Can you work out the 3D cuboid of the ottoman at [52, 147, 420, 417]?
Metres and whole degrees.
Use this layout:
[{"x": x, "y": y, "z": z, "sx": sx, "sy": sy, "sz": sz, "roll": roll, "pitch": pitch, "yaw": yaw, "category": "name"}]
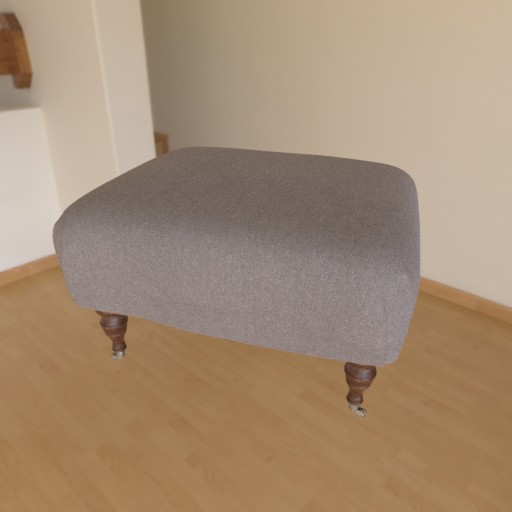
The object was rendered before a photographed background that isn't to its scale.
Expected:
[{"x": 0.000, "y": 0.000, "z": 1.114, "sx": 0.747, "sy": 0.450, "sz": 0.622, "roll": 8, "pitch": 28, "yaw": 15, "category": "ottoman"}]
